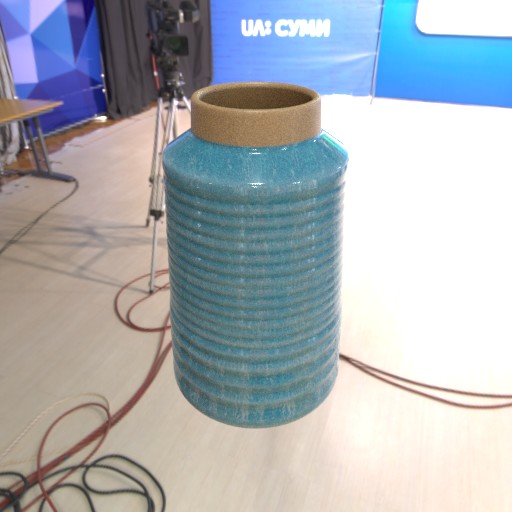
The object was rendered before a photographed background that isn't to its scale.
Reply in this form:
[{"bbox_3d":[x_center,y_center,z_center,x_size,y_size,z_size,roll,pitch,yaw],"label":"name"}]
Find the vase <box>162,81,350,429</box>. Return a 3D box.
[{"bbox_3d":[0.000,0.000,0.380,0.163,0.267,0.163,0,32,0],"label":"vase"}]
